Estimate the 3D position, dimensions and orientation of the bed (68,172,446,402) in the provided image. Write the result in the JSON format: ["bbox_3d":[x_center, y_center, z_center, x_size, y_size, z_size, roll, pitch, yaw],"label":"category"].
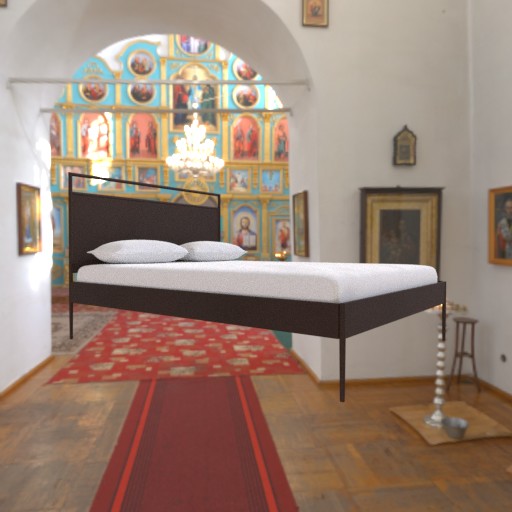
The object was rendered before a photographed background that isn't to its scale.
[{"bbox_3d":[0.000,0.000,3.090,2.122,1.173,1.572,1,1,38],"label":"bed"}]
